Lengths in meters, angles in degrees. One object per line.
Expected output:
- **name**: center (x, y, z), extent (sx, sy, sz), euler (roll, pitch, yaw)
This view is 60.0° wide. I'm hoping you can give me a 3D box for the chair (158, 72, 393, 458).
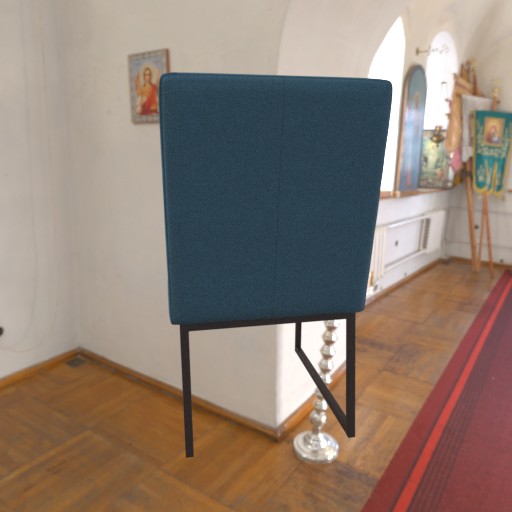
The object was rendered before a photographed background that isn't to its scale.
- **chair**: center (0.000, 0.000, 1.320), extent (0.520, 0.930, 0.634), euler (-2, 14, -10)
